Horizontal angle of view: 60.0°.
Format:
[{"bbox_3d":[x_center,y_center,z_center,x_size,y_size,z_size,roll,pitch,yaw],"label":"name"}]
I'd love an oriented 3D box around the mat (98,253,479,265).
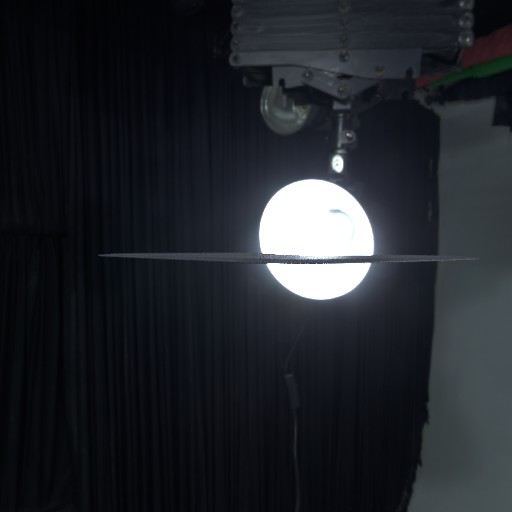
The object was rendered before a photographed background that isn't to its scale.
[{"bbox_3d":[0.000,0.000,1.867,0.918,0.013,1.524,-1,1,-37],"label":"mat"}]
